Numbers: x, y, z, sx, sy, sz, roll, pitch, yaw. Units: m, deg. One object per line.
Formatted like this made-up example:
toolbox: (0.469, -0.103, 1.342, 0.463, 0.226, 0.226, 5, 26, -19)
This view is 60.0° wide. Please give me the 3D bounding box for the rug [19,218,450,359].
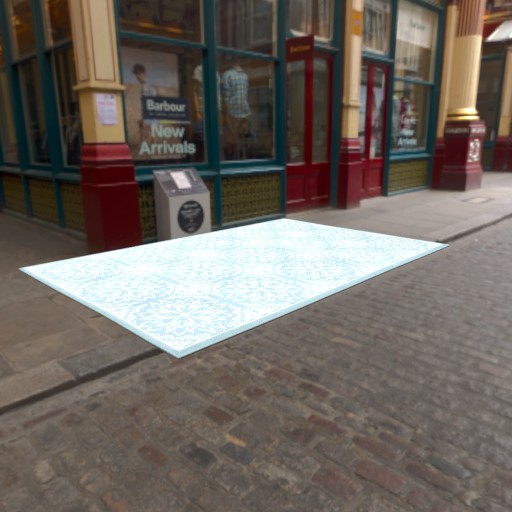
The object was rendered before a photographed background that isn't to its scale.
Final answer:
rug: (0.000, 0.000, 2.236, 1.219, 0.012, 1.840, 14, 20, 43)
